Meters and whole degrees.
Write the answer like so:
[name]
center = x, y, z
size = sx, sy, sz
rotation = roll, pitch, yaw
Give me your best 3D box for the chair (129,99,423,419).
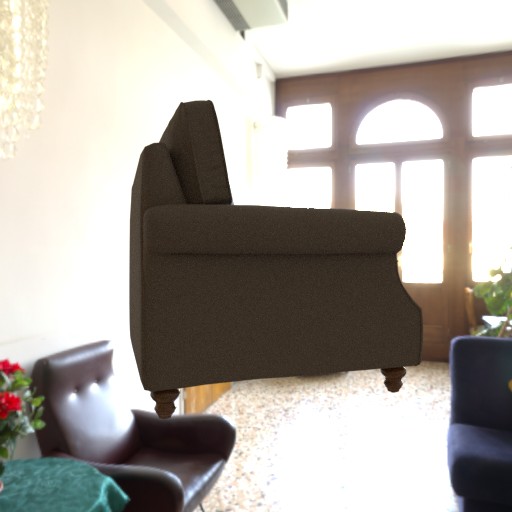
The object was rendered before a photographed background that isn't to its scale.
[chair]
center = 0.000, 0.000, 1.797
size = 0.966, 0.967, 1.029
rotation = 0, 1, -18
